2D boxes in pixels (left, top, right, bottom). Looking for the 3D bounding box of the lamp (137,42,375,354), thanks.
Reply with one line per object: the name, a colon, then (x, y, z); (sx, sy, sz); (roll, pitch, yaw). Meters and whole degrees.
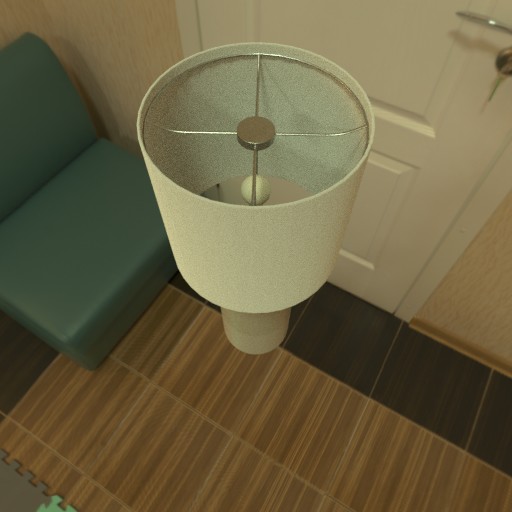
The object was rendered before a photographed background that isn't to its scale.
lamp: (0.000, 0.000, 0.607); (0.212, 0.493, 0.212); (1, 59, 1)
